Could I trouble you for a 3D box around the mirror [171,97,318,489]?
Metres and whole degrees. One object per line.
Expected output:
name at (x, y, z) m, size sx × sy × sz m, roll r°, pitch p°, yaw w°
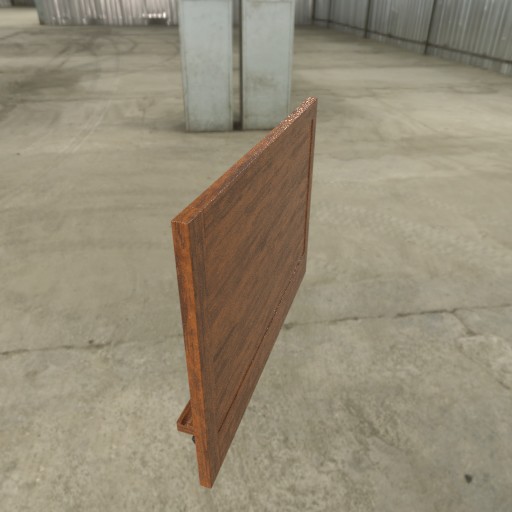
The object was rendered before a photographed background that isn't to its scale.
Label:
mirror at (0.000, 0.000, 0.982) m, size 0.084 × 0.537 × 0.758 m, roll 10°, pitch 32°, yaw 16°
